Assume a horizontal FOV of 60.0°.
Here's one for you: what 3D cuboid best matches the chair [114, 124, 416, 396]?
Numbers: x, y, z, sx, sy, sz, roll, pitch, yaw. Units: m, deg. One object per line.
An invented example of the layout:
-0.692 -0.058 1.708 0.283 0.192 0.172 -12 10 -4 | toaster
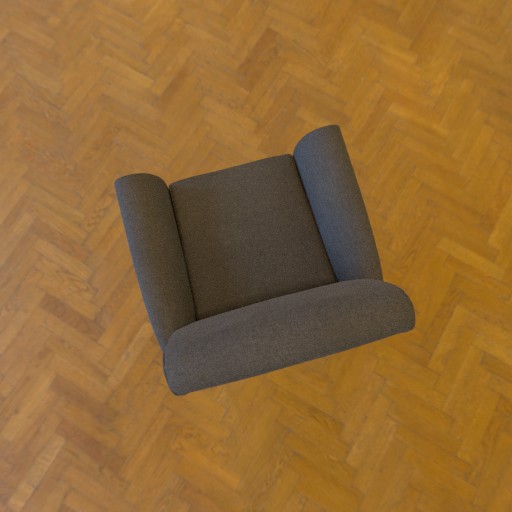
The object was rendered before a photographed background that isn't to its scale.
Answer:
0.000 0.000 1.818 0.978 1.061 0.905 -15 76 -4 | chair
